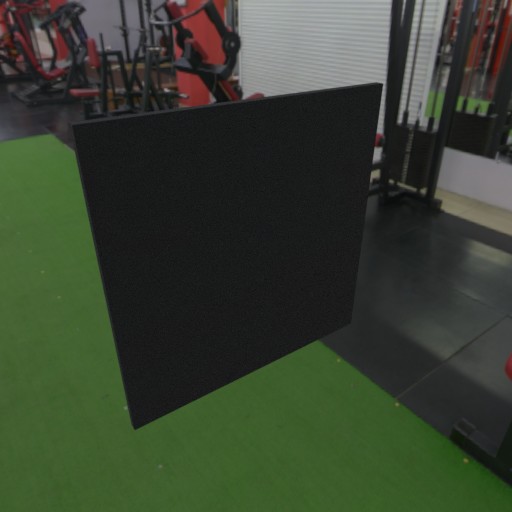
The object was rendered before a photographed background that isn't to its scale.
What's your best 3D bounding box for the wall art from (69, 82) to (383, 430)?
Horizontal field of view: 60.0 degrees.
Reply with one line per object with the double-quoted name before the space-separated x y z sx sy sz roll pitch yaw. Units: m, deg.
"wall art" 0.000 0.000 0.676 0.456 0.458 0.013 -19 35 -29
